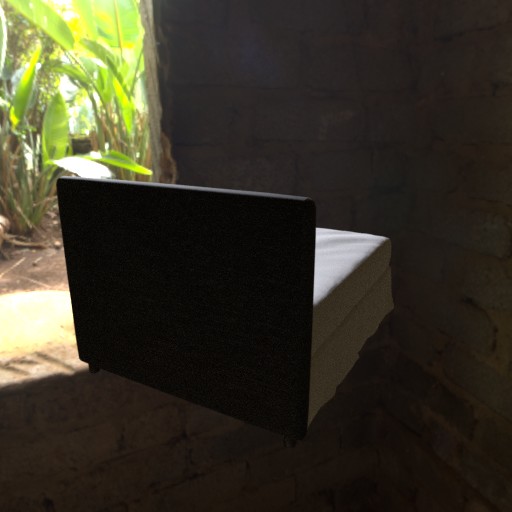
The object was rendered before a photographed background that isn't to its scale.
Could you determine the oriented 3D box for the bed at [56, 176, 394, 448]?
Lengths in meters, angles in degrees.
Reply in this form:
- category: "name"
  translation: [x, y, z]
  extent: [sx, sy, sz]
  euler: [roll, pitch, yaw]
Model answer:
- category: "bed"
  translation: [0.000, 0.000, 3.343]
  extent: [1.723, 1.330, 2.142]
  euler: [9, 19, 28]
